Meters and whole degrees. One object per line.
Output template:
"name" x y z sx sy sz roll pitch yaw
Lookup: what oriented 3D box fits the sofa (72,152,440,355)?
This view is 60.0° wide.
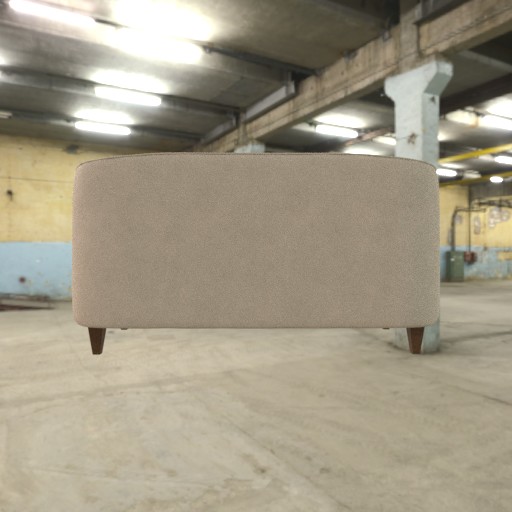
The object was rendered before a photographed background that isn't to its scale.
"sofa" 0.000 0.000 2.332 1.731 0.878 0.940 0 -1 -1
